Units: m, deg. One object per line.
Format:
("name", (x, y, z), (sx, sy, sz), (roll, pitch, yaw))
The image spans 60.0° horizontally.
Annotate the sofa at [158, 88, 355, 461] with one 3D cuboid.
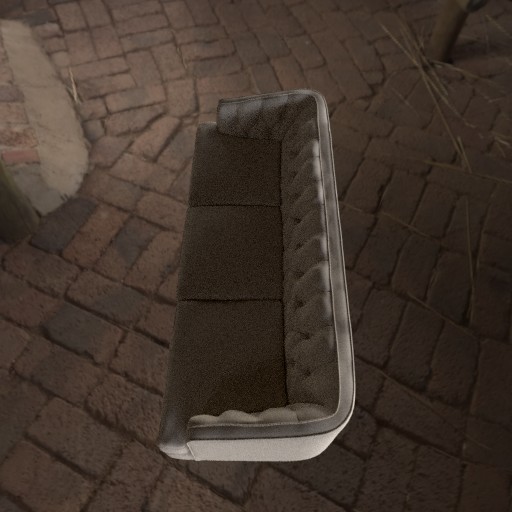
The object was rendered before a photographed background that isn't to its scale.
("sofa", (0.000, 0.000, 2.698), (0.913, 0.788, 2.235), (1, 58, 1))
